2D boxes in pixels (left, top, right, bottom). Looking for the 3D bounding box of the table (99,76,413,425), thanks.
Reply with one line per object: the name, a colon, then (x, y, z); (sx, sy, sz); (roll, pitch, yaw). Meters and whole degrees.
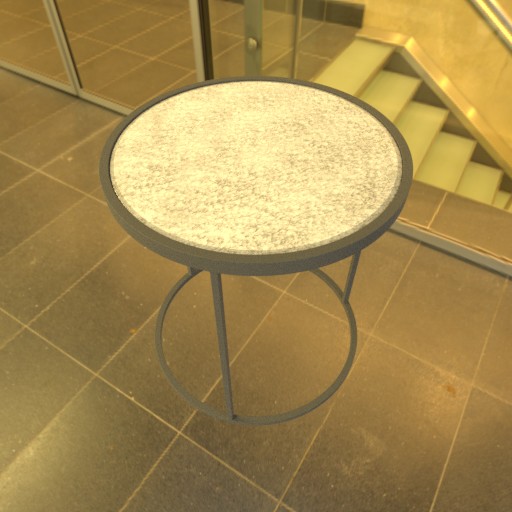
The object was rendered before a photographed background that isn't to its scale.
table: (0.000, 0.000, 0.865); (0.470, 0.498, 0.470); (0, 48, 0)
